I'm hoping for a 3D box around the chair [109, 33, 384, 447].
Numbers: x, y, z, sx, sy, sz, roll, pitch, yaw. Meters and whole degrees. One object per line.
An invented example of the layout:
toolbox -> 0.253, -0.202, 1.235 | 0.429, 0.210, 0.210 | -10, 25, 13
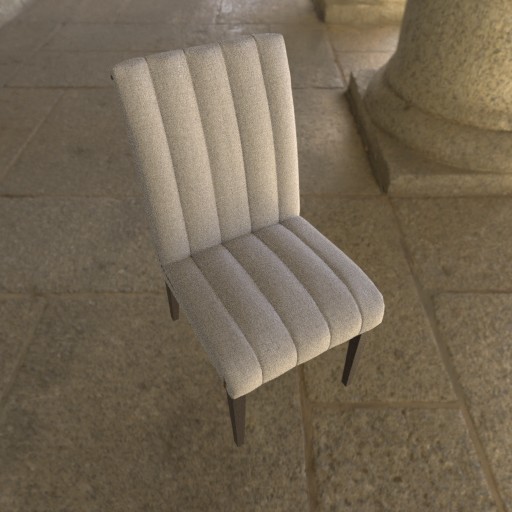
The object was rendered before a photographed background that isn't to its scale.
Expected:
chair -> 0.000, 0.000, 1.312 | 0.511, 1.016, 0.647 | -22, 49, -20
